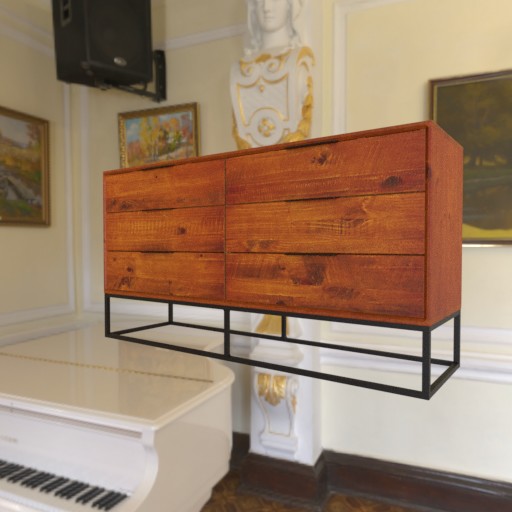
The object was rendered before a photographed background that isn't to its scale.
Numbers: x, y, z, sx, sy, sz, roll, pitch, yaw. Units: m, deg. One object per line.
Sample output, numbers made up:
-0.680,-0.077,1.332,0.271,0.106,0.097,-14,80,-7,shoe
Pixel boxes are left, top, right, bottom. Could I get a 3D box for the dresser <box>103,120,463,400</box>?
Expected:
0.000,0.000,1.893,1.536,0.810,0.464,1,2,36,dresser
